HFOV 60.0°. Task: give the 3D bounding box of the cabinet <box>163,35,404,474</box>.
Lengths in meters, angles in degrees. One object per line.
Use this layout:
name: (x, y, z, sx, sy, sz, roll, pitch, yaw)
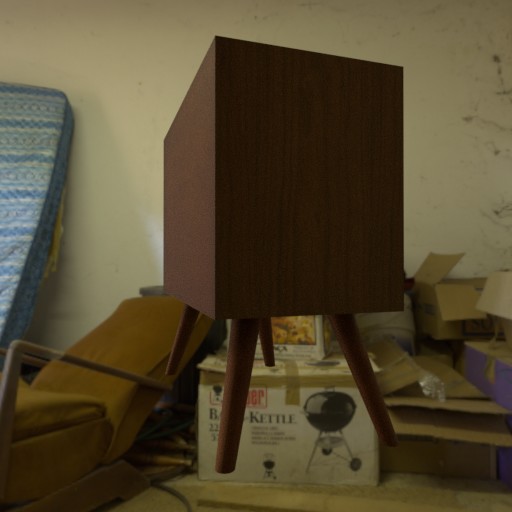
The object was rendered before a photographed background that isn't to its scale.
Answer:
cabinet: (0.000, 0.000, 1.151, 0.388, 0.748, 0.712, 0, 0, -19)
